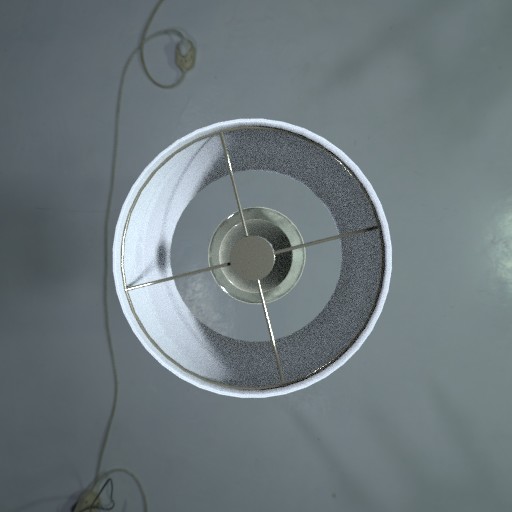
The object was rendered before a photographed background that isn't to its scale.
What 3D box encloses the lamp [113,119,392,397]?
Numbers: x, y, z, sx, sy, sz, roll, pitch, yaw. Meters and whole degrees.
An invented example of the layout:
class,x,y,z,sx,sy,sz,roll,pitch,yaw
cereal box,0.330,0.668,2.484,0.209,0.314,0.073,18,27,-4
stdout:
class,x,y,z,sx,sy,sz,roll,pitch,yaw
lamp,0.000,0.000,0.561,0.211,0.455,0.211,0,90,1
